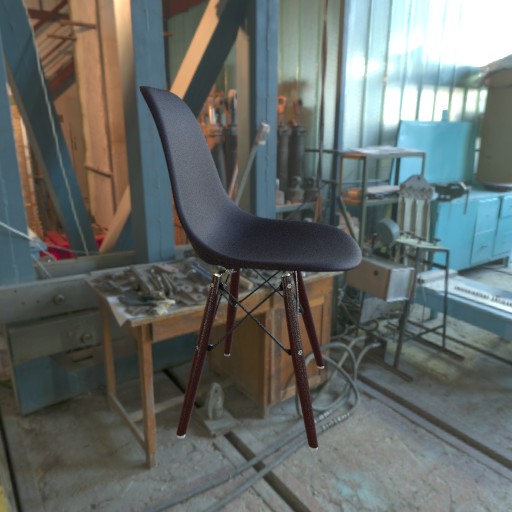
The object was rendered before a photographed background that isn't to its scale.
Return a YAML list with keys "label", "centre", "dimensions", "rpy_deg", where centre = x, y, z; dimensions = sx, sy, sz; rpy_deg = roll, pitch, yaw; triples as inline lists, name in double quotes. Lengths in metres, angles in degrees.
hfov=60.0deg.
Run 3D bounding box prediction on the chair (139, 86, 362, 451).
- label: "chair"
  centre: [0.000, 0.000, 1.149]
  dimensions: [0.533, 0.826, 0.470]
  rpy_deg: [3, 16, 10]
